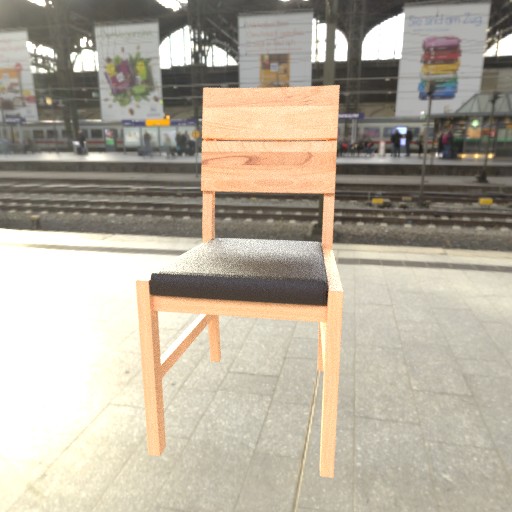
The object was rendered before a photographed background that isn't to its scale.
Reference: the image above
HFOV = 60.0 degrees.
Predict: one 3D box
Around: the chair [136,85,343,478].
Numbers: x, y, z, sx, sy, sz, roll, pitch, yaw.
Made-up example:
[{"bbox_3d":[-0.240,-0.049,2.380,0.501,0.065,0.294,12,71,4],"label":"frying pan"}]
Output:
[{"bbox_3d":[0.000,0.000,1.249,0.475,0.950,0.560,3,15,9],"label":"chair"}]
